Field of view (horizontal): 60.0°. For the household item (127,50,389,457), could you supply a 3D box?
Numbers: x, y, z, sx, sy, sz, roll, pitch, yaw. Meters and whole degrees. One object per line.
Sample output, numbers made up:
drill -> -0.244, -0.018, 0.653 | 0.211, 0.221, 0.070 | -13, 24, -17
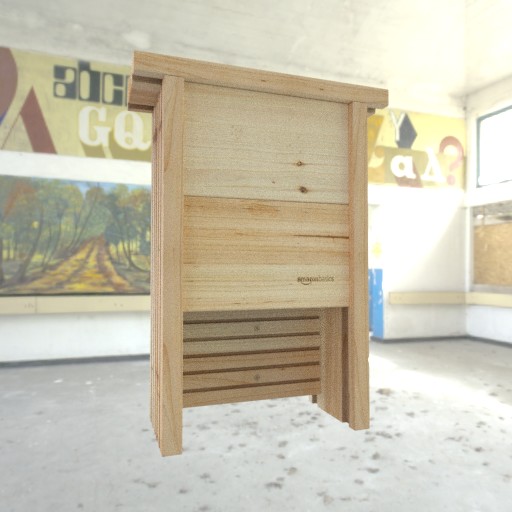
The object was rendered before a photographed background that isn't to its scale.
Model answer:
household item -> 0.000, 0.000, 0.544 | 0.301, 0.407, 0.123 | 1, -2, -19
